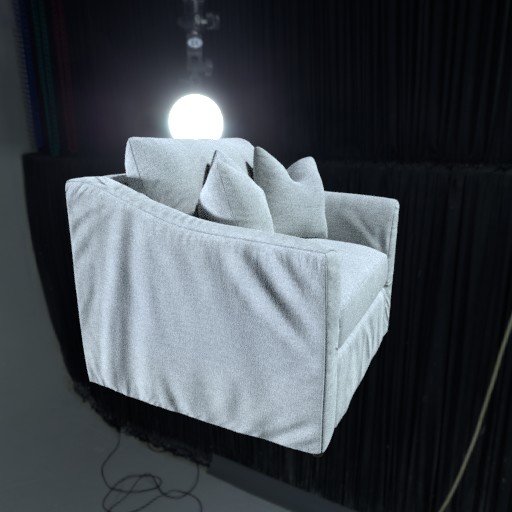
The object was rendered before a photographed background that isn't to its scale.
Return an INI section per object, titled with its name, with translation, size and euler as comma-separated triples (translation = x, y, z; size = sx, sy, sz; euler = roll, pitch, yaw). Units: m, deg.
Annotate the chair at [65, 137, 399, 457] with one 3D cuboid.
[chair]
translation = 0.000, 0.000, 2.040
size = 1.071, 1.059, 1.194
euler = 8, 17, 26
